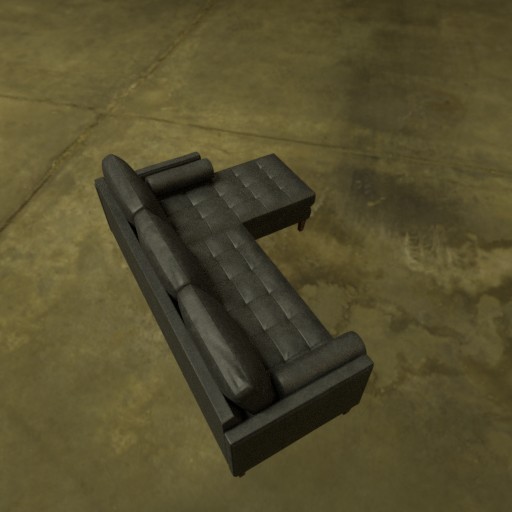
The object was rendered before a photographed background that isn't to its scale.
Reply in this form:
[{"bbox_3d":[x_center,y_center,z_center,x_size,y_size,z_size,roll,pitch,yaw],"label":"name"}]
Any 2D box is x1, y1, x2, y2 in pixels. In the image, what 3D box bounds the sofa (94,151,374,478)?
[{"bbox_3d":[0.000,0.000,2.970,1.497,0.876,2.178,-23,51,-20],"label":"sofa"}]
